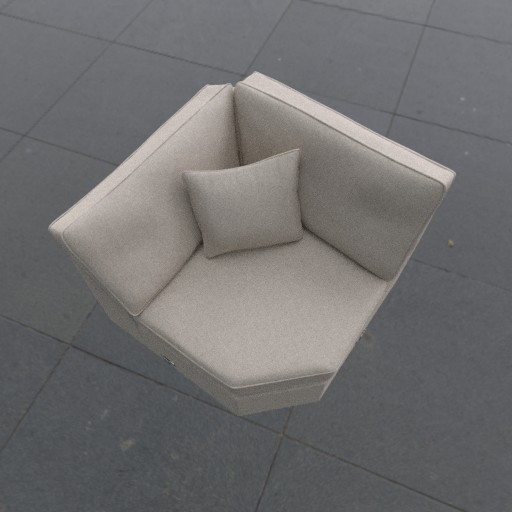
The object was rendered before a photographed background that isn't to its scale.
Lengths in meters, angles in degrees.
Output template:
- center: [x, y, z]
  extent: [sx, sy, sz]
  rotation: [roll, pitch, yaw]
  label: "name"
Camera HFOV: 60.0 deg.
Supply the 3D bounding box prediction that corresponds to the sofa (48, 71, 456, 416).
- center: [0.000, 0.000, 1.838]
  extent: [1.042, 0.937, 1.050]
  rotation: [32, 63, 19]
  label: "sofa"
